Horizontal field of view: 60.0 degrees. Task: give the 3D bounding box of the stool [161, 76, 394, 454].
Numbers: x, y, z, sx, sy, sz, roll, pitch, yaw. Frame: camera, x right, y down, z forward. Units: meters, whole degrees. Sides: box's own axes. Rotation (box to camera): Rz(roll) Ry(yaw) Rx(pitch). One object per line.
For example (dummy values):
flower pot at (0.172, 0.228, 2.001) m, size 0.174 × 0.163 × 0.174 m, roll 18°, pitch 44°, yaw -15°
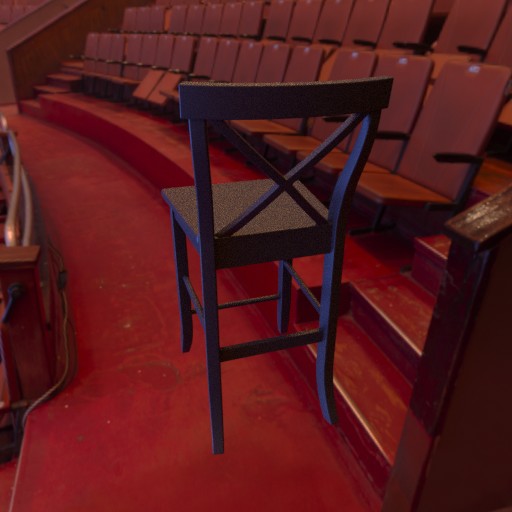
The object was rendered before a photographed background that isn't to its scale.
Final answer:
stool at (0.000, 0.000, 1.279) m, size 0.452 × 0.989 × 0.559 m, roll -8°, pitch 28°, yaw -16°
